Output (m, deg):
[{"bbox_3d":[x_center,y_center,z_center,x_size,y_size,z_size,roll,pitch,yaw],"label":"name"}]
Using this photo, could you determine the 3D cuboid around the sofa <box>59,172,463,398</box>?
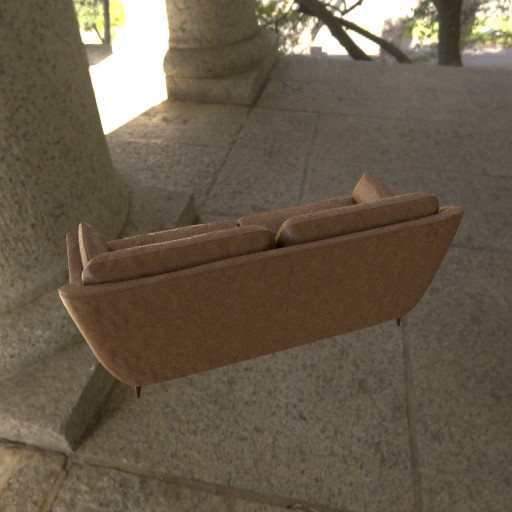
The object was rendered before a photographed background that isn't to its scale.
[{"bbox_3d":[0.000,0.000,2.387,1.902,0.839,0.904,-12,43,-13],"label":"sofa"}]
